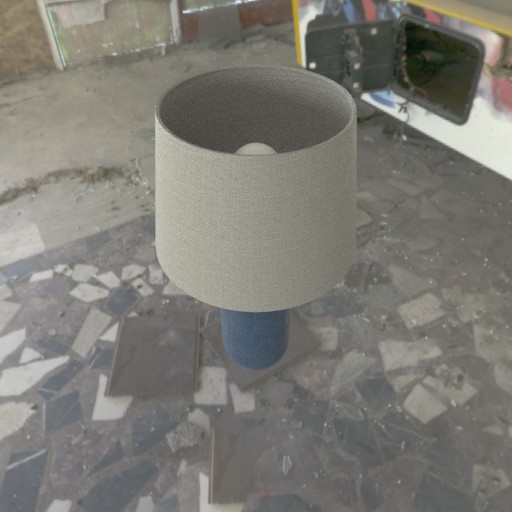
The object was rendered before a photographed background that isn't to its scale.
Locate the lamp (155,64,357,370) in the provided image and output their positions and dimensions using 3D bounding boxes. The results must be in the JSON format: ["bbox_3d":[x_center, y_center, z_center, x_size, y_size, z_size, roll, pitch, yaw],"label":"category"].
[{"bbox_3d":[0.000,0.000,0.593,0.253,0.428,0.253,0,44,0],"label":"lamp"}]
